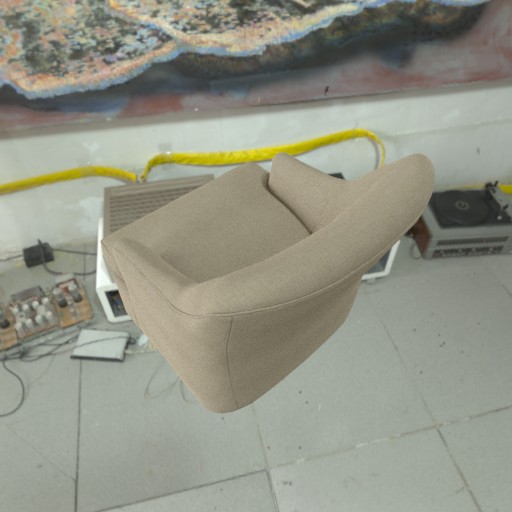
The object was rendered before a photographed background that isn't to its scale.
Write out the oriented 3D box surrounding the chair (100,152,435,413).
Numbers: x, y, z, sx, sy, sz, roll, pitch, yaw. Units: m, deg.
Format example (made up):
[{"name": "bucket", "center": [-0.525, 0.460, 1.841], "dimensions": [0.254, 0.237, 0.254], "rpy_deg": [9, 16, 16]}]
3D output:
[{"name": "chair", "center": [0.000, 0.000, 1.587], "dimensions": [0.864, 0.856, 0.923], "rpy_deg": [-34, 55, -28]}]
